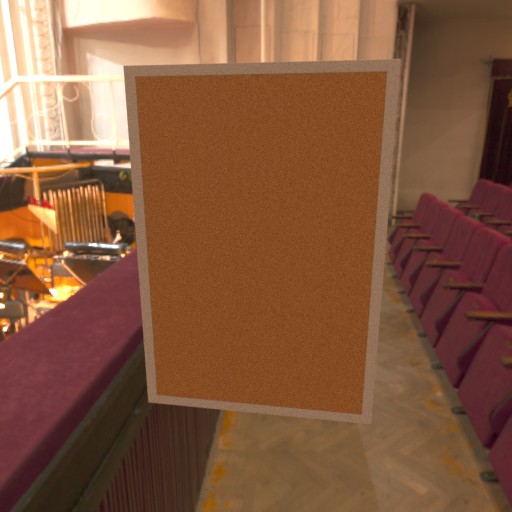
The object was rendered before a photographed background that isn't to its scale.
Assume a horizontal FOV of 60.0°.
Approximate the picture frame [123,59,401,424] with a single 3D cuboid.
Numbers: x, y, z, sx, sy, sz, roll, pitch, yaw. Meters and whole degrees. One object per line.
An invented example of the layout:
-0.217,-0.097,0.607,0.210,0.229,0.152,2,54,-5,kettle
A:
0.000,0.000,0.816,0.457,0.657,0.013,3,16,9,picture frame
